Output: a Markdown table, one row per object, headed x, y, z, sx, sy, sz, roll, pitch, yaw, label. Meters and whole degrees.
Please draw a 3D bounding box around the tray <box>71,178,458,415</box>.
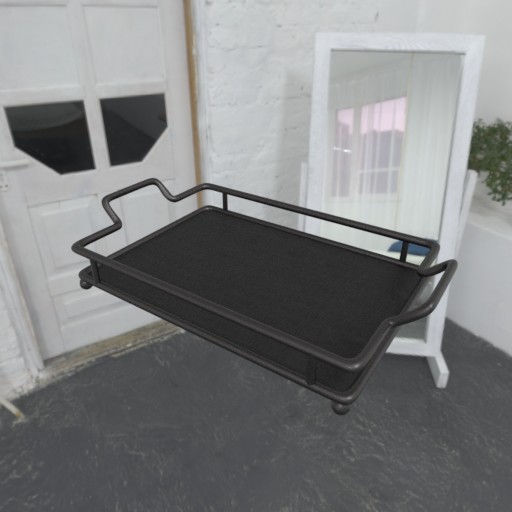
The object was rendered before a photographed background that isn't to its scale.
| x | y | z | sx | sy | sz | roll | pitch | yaw | label |
| --- | --- | --- | --- | --- | --- | --- | --- | --- | --- |
| 0.000 | 0.000 | 0.615 | 0.495 | 0.101 | 0.297 | 19 | 35 | 29 | tray |
